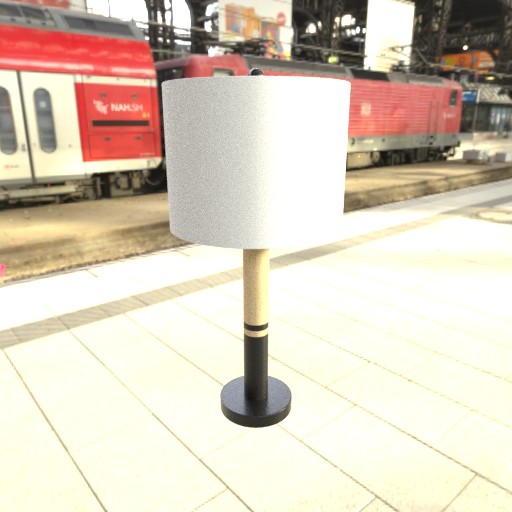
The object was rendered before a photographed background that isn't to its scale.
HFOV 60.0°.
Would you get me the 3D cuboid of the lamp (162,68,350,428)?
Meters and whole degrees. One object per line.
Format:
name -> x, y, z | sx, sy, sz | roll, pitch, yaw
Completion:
lamp -> 0.000, 0.000, 0.817 | 0.305, 0.640, 0.305 | -15, 23, -40
